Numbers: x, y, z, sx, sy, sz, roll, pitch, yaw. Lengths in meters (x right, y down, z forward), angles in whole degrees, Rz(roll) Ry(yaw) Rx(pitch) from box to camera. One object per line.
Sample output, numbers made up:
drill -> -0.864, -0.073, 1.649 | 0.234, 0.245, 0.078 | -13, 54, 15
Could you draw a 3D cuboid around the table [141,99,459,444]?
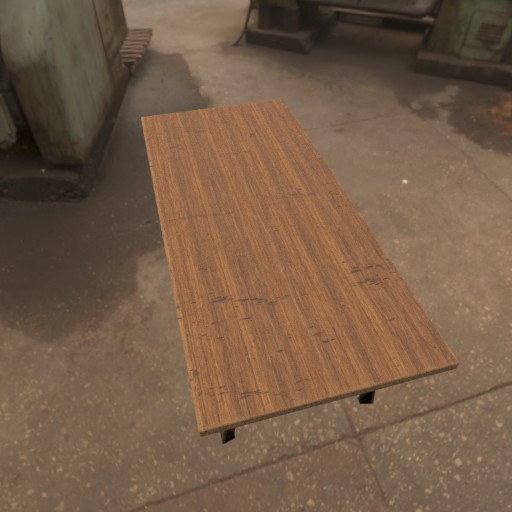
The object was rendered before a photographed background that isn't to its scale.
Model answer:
table -> 0.000, 0.000, 2.592 | 1.000, 0.757, 2.200 | -11, 47, -11
